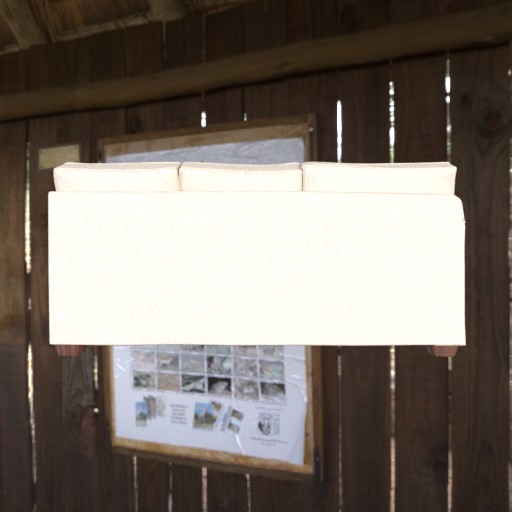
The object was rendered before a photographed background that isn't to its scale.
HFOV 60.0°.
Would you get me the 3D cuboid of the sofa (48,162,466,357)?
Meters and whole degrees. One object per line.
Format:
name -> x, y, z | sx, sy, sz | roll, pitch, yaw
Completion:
sofa -> 0.000, 0.000, 2.553 | 1.962, 0.946, 1.034 | 0, 0, 0
